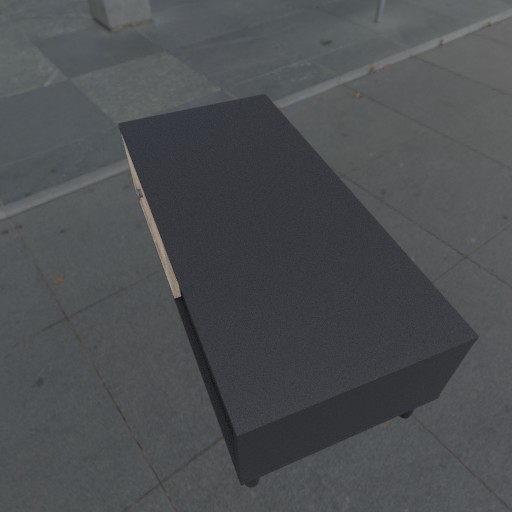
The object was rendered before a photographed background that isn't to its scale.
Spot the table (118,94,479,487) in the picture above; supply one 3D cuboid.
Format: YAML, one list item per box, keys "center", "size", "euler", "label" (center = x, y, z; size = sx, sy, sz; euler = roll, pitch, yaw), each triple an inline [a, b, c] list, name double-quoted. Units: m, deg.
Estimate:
- center: [0.000, 0.000, 1.321]
  size: [0.550, 0.400, 1.100]
  euler: [-17, 49, -15]
  label: "table"
